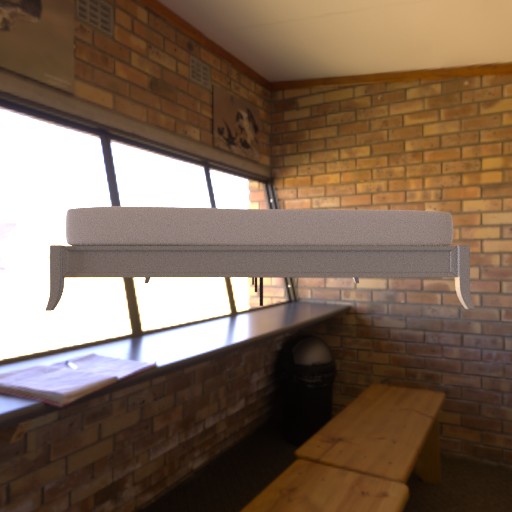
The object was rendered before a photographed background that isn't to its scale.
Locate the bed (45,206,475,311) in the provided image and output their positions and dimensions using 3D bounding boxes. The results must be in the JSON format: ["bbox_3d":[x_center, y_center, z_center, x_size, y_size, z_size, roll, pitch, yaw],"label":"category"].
[{"bbox_3d":[0.000,0.000,3.119,2.007,0.510,2.108,0,0,-2],"label":"bed"}]
